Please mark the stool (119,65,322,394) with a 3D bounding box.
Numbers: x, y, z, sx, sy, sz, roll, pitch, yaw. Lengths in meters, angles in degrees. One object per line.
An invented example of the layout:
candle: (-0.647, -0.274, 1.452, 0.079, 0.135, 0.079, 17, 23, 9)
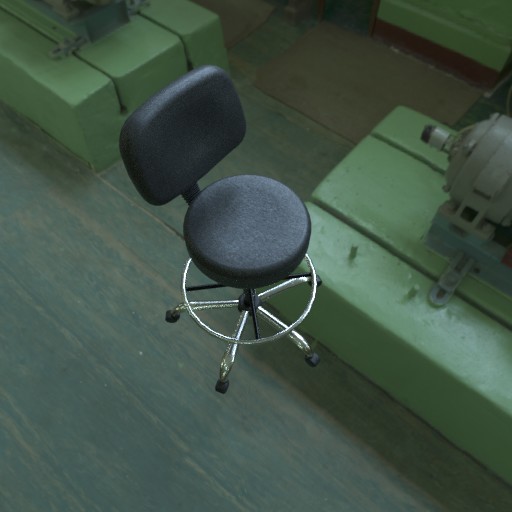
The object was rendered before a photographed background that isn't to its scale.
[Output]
stool: (0.000, 0.000, 1.511, 0.658, 1.069, 0.694, 34, 64, 20)
